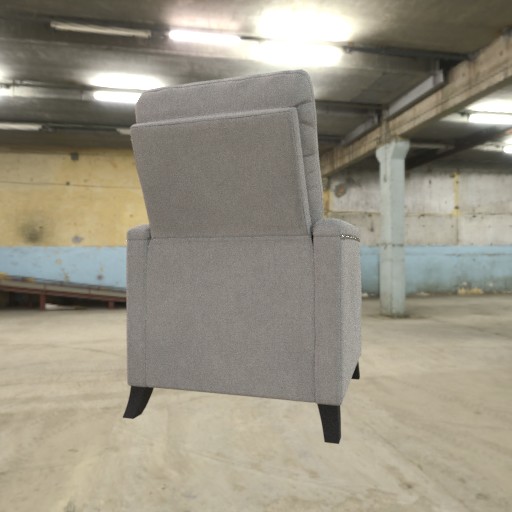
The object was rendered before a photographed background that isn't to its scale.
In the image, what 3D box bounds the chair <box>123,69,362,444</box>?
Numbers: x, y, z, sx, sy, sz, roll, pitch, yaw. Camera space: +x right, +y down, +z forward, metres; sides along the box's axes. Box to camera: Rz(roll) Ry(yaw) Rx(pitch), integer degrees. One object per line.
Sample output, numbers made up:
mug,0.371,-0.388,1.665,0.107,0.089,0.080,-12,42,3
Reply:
chair,0.000,0.000,1.644,0.710,1.049,0.922,0,-1,18
